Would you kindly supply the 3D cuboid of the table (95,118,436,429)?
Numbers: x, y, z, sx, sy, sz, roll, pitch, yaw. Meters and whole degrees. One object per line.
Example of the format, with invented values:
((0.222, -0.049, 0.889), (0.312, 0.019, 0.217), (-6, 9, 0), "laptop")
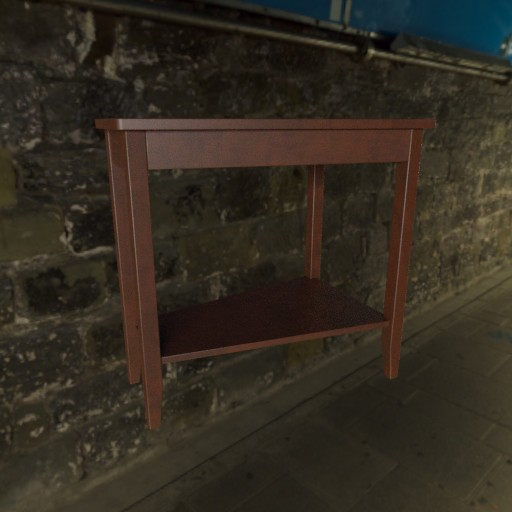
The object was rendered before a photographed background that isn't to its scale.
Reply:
((0.000, 0.000, 0.999), (0.605, 0.589, 0.399), (-8, 19, -26), "table")
